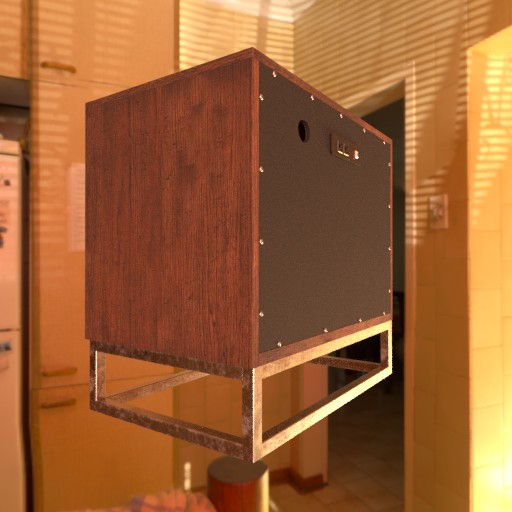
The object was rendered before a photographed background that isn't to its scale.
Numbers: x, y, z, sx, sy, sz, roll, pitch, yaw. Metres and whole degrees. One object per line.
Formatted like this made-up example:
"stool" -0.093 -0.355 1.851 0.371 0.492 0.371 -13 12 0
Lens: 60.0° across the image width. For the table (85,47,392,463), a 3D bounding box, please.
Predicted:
"table" 0.000 0.000 1.254 0.542 0.746 0.767 0 0 35
